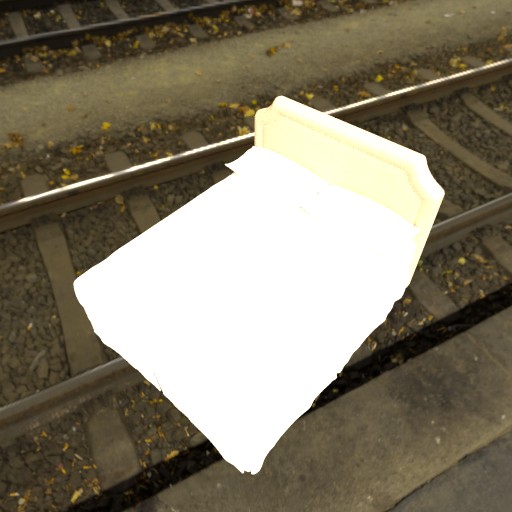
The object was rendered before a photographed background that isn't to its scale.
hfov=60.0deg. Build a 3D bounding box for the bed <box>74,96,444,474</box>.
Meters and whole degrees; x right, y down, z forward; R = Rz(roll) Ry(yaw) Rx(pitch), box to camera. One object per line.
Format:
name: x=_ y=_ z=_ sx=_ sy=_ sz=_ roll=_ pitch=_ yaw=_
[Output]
bed: x=0.000 y=0.000 z=3.931 sx=2.134 sy=1.524 sz=2.548 roll=33 pitch=56 yaw=26
